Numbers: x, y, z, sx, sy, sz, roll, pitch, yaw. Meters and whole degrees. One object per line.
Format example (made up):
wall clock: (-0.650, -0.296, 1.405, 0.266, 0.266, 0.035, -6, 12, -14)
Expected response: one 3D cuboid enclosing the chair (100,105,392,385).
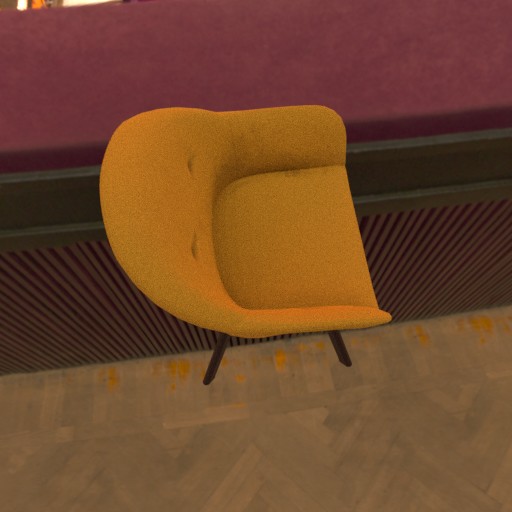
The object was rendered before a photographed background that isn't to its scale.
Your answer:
chair: (0.000, 0.000, 1.138, 0.565, 0.775, 0.545, -5, 64, -3)
